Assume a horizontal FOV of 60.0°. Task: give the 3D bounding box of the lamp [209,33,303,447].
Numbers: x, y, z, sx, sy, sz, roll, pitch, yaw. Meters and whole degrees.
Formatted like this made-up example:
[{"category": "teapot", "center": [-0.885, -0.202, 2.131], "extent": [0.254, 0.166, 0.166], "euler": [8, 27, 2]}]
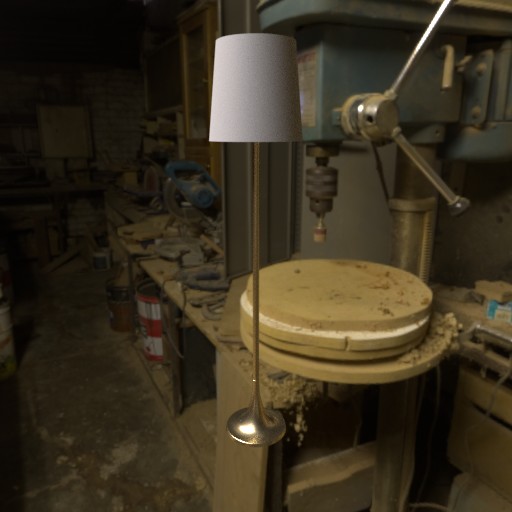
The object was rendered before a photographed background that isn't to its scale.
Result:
[{"category": "lamp", "center": [0.000, 0.000, 1.720], "extent": [0.337, 1.543, 0.337], "euler": [0, 16, 0]}]
